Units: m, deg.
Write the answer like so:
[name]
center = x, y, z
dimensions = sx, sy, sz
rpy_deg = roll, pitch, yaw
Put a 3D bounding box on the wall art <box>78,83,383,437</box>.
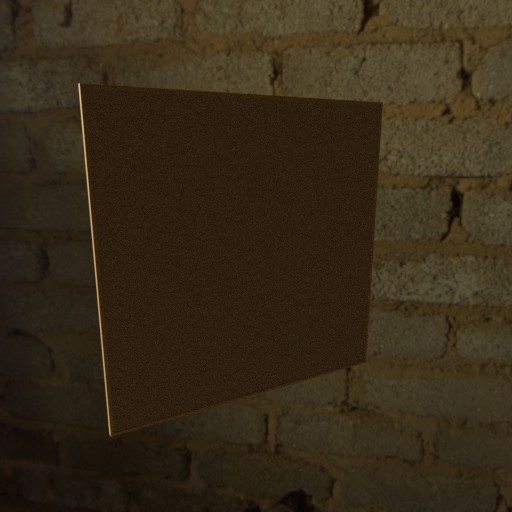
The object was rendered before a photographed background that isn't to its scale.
[wall art]
center = 0.000, 0.000, 0.953
dimensions = 0.657, 0.655, 0.014
rpy_deg = -7, 15, -27
